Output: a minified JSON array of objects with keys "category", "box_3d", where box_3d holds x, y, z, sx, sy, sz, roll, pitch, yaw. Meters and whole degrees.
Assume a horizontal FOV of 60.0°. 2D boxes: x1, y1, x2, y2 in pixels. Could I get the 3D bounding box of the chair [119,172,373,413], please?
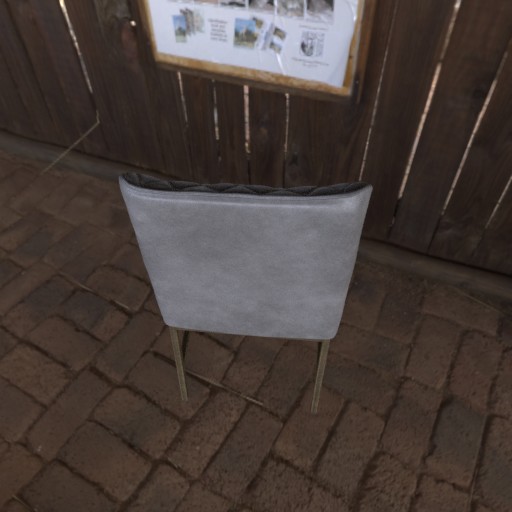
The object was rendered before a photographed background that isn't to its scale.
[{"category":"chair","box_3d":[0.000,0.000,1.248,0.508,0.889,0.587,4,47,4]}]
